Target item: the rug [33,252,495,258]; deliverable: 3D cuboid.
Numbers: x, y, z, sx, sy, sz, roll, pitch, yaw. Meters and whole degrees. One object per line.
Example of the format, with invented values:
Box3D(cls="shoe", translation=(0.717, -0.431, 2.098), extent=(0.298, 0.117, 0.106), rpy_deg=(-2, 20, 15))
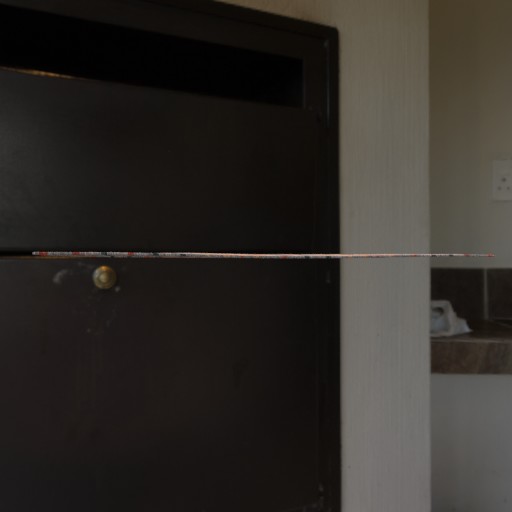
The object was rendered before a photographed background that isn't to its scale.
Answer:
Box3D(cls="rug", translation=(0.000, 0.000, 2.941), extent=(2.439, 0.029, 1.537), rpy_deg=(0, 0, -17))
